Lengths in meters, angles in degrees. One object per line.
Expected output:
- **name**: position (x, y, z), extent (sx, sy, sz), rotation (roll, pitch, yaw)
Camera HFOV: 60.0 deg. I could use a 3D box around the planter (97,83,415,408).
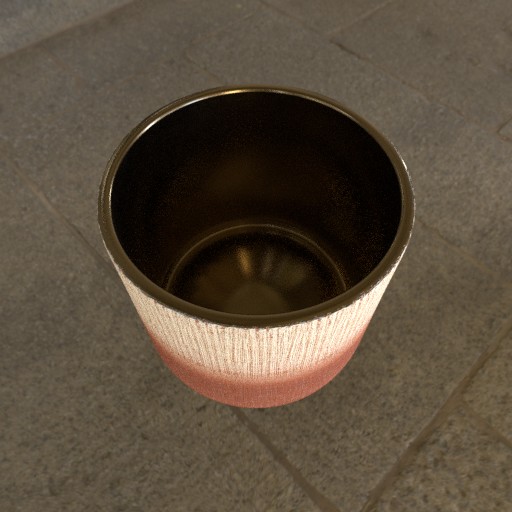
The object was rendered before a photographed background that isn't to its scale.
- **planter**: position (0.000, 0.000, 0.444), extent (0.254, 0.221, 0.254), rotation (0, 58, 0)
